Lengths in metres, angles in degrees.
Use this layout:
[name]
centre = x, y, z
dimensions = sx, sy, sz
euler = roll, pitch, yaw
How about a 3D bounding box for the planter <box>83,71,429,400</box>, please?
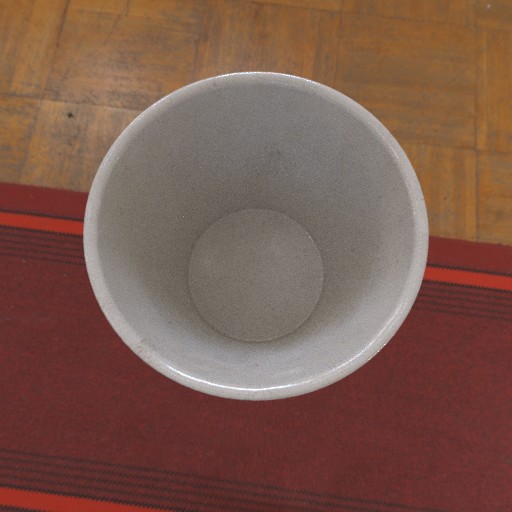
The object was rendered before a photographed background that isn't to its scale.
[planter]
centre = 0.000, 0.000, 0.440
dimensions = 0.260, 0.220, 0.260
euler = 0, 75, 0
